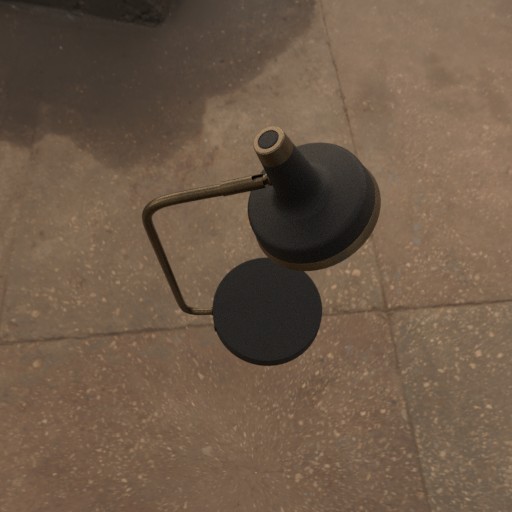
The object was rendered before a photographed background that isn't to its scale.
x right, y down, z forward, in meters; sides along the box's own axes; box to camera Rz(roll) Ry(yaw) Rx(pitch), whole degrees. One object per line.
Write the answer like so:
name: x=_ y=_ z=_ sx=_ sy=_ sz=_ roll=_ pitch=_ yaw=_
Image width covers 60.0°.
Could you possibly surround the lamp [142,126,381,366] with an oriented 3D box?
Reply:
lamp: x=0.000 y=0.000 z=0.491 sx=0.218 sy=0.385 sz=0.162 roll=-2 pitch=64 yaw=-1
